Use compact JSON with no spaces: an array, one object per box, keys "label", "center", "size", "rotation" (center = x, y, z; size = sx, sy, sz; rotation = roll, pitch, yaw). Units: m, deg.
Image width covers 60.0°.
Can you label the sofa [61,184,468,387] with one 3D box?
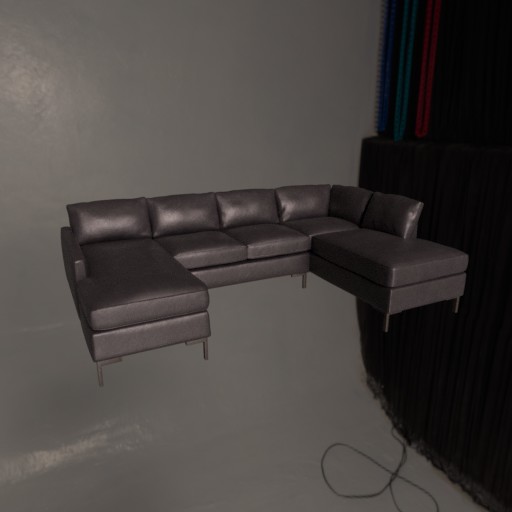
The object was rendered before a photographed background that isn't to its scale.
[{"label":"sofa","center":[0.000,0.000,3.810],"size":[2.956,0.900,1.939],"rotation":[-8,19,-26]}]
